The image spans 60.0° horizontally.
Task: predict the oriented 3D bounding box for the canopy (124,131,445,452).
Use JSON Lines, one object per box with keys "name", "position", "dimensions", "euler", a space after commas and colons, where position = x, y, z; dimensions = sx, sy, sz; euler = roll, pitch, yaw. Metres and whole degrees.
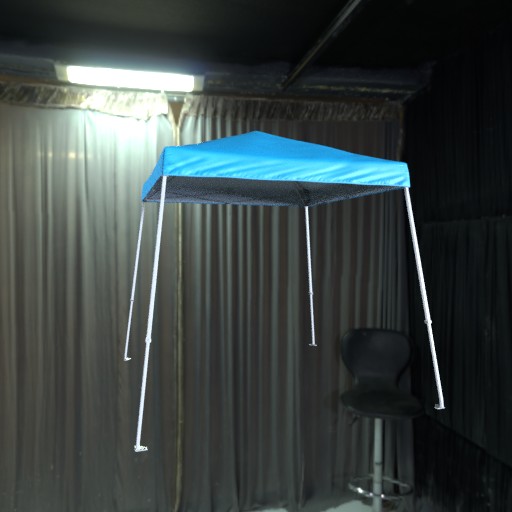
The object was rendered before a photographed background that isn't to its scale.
{"name": "canopy", "position": [0.000, 0.000, 5.089], "dimensions": [2.849, 2.849, 2.848], "euler": [0, 2, -18]}
